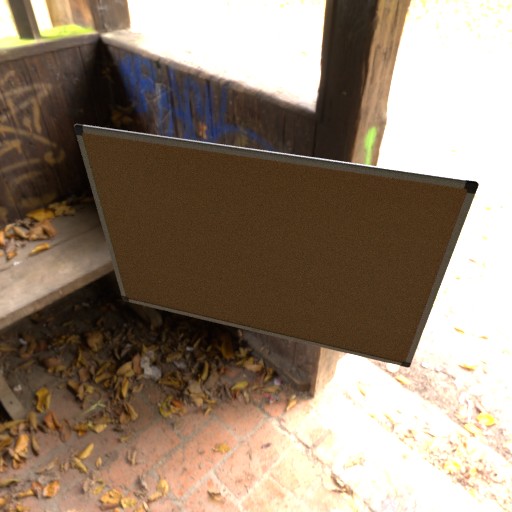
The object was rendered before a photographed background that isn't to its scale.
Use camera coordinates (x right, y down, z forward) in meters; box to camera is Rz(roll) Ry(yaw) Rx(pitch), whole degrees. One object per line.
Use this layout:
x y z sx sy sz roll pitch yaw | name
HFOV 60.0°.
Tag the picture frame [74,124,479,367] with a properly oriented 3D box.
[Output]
0.000 0.000 1.144 0.900 0.600 0.010 11 42 13 | picture frame
